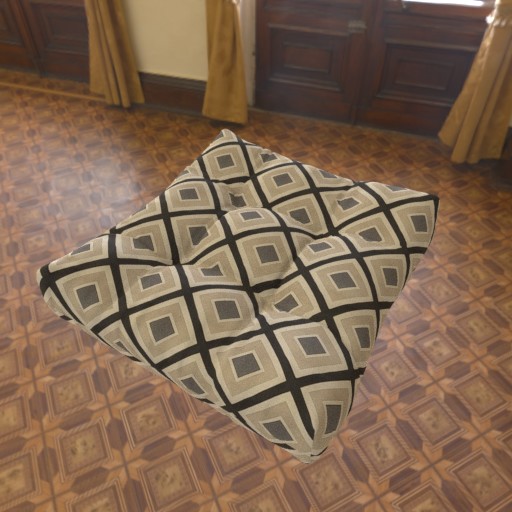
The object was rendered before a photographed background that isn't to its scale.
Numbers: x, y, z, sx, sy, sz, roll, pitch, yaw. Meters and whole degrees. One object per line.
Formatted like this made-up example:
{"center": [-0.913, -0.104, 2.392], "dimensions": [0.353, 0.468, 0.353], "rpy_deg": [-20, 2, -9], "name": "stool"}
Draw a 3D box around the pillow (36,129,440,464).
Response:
{"center": [0.000, 0.000, 0.719], "dimensions": [0.468, 0.128, 0.490], "rpy_deg": [23, 49, 22], "name": "pillow"}
